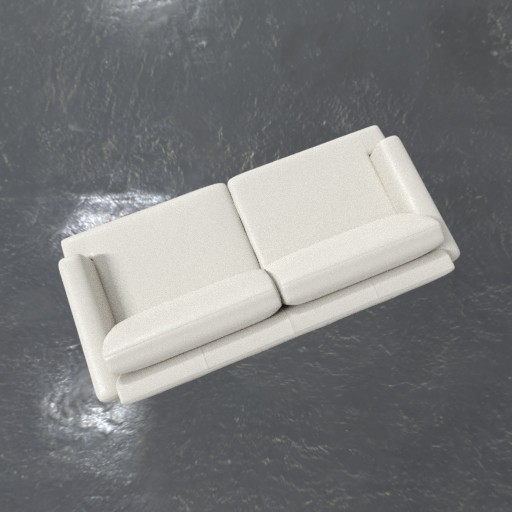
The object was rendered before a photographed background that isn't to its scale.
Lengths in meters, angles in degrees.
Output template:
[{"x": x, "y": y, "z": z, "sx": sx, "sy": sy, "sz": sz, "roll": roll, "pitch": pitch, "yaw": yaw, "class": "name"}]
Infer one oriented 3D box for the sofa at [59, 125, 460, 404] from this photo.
[{"x": 0.000, "y": 0.000, "z": 2.384, "sx": 1.940, "sy": 0.765, "sz": 0.974, "roll": -21, "pitch": 76, "yaw": -5, "class": "sofa"}]
